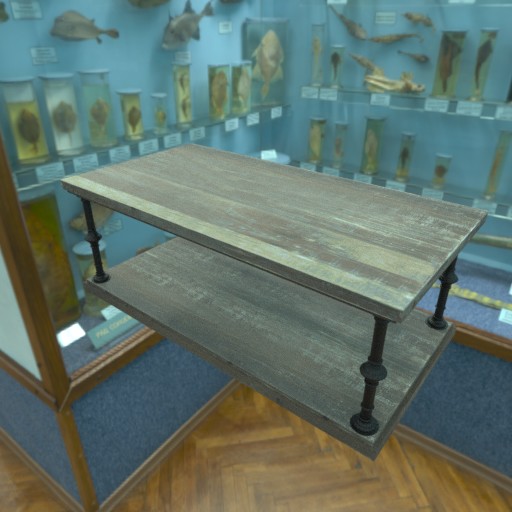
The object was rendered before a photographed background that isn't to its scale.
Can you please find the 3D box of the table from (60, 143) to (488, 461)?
[{"bbox_3d":[0.000,0.000,1.344,1.088,0.399,0.554,21,35,33],"label":"table"}]
